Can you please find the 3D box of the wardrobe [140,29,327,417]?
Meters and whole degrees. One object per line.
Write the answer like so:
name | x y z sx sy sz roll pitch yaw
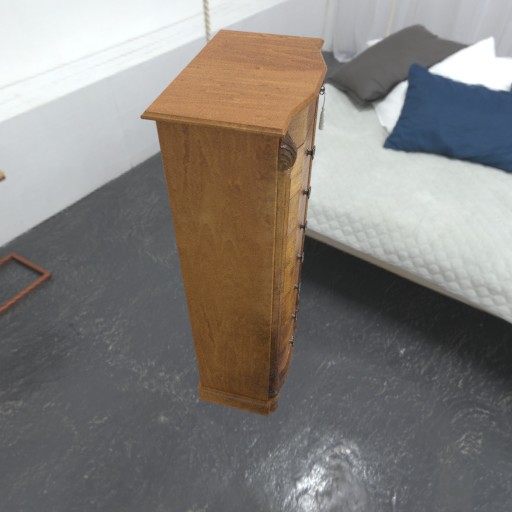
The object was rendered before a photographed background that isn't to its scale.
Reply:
wardrobe | 0.000 0.000 1.152 0.273 0.959 0.406 10 46 10
